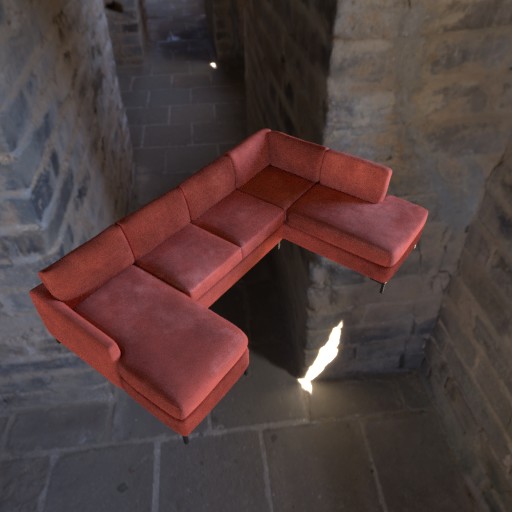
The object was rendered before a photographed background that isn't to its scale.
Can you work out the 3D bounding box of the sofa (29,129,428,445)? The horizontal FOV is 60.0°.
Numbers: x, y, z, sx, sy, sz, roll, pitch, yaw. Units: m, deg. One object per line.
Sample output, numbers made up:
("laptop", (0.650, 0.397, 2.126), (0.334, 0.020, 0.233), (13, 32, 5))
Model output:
("sofa", (0.000, 0.000, 3.796), (1.981, 0.858, 2.971), (26, 48, 26))
